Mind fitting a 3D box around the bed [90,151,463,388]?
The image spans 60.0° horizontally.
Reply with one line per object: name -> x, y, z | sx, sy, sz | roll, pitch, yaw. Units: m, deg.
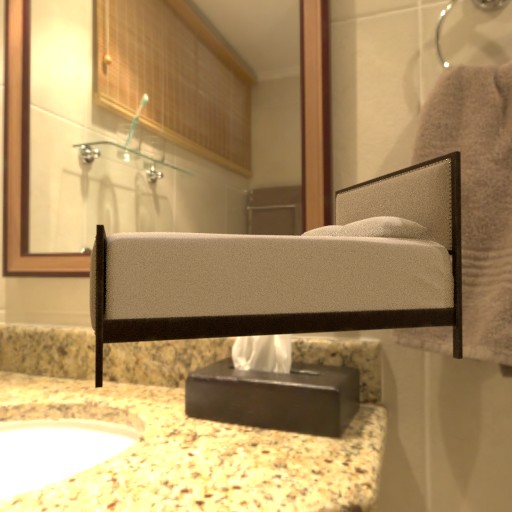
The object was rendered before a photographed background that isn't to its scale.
bed -> 0.000, 0.000, 3.230 | 2.221, 1.313, 1.607 | 0, -1, -18
